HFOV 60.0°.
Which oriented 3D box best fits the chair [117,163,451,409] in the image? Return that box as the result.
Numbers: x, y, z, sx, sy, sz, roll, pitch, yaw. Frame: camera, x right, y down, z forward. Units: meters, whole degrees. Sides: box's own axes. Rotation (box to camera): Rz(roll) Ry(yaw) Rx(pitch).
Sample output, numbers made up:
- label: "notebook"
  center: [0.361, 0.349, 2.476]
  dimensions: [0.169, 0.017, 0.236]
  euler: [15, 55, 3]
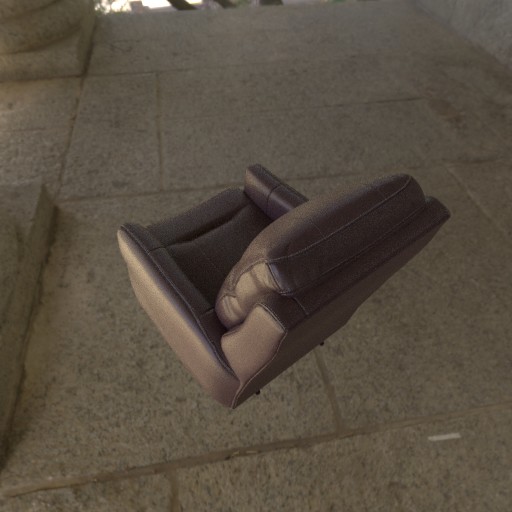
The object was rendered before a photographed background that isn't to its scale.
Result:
- label: "chair"
  center: [0.000, 0.000, 1.775]
  dimensions: [0.829, 1.030, 1.080]
  euler: [-30, 53, -26]
